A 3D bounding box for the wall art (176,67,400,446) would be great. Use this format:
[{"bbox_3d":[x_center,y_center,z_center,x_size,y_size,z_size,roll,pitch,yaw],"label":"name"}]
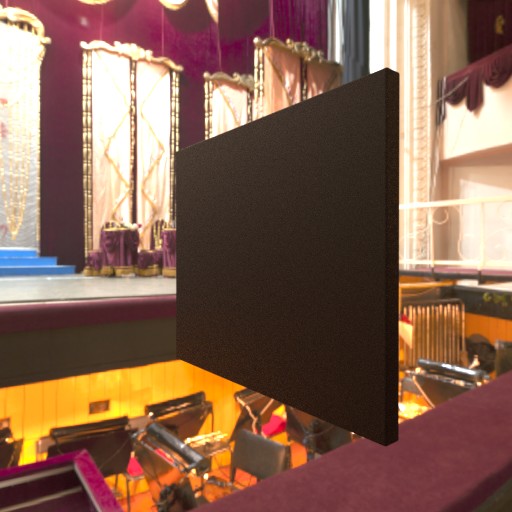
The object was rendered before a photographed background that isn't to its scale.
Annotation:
[{"bbox_3d":[0.000,0.000,0.762,0.031,0.457,0.558,0,1,-37],"label":"wall art"}]
